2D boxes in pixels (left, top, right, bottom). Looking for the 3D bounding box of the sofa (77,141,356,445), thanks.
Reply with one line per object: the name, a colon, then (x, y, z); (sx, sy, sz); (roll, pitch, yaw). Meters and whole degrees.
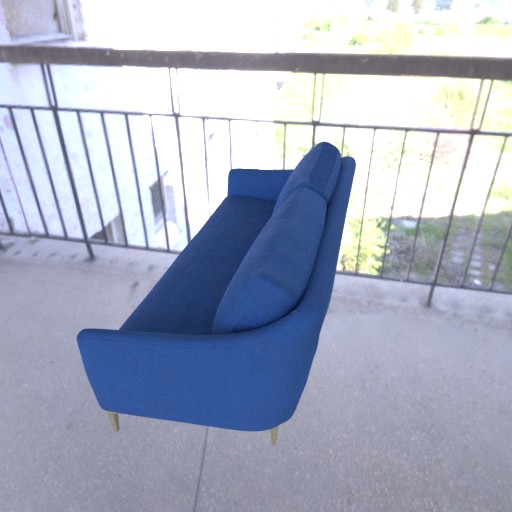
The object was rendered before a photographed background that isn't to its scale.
sofa: (0.000, 0.000, 2.529); (0.960, 0.903, 2.036); (7, 31, 12)
